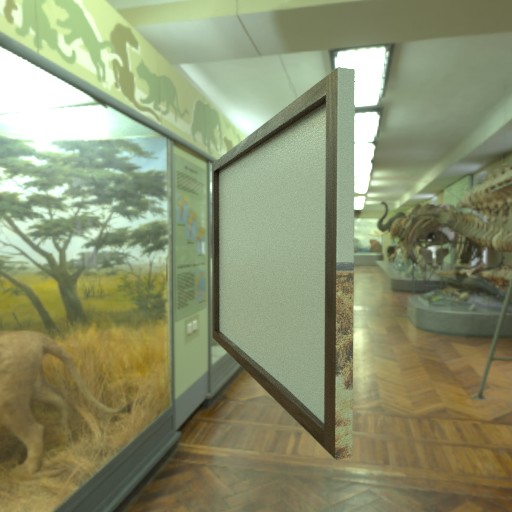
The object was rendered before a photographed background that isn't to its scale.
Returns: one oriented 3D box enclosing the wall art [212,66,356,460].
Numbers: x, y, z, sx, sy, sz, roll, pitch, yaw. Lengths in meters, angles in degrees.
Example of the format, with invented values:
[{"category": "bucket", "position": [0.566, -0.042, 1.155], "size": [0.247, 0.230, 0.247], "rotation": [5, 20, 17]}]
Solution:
[{"category": "wall art", "position": [0.000, 0.000, 1.873], "size": [0.051, 1.016, 1.520], "rotation": [-1, 2, -18]}]
